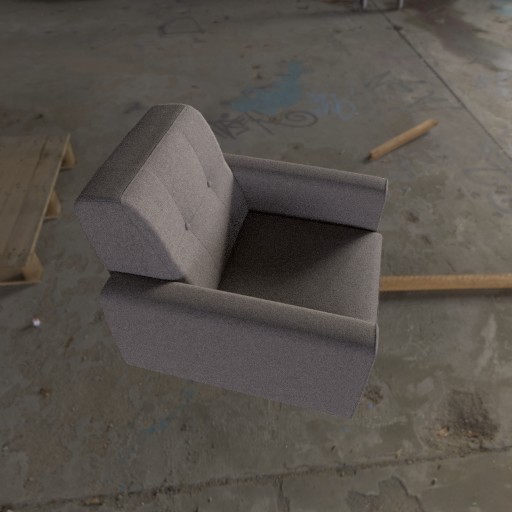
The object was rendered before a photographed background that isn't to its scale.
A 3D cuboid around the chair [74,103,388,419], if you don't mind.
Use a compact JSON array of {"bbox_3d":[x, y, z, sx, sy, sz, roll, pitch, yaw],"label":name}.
[{"bbox_3d":[0.000,0.000,1.611,0.907,0.839,0.831,10,47,9],"label":"chair"}]
